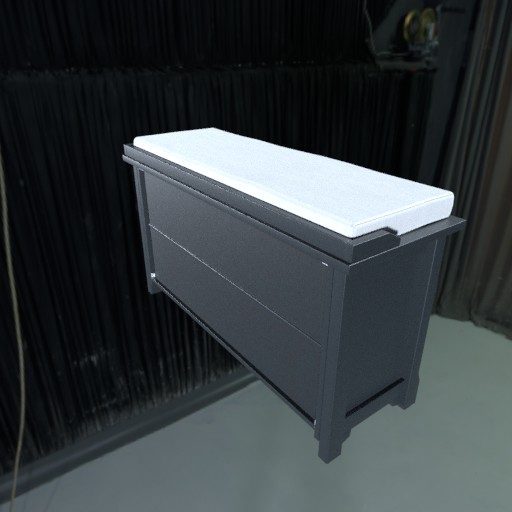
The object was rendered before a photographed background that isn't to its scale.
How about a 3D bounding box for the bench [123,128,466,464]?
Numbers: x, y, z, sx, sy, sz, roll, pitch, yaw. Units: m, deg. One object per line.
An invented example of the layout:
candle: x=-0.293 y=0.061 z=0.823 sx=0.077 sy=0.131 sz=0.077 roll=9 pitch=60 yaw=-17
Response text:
bench: x=0.000 y=0.000 z=1.255 sx=0.345 sy=0.561 sz=0.973 roll=-18 pitch=31 yaw=-32
